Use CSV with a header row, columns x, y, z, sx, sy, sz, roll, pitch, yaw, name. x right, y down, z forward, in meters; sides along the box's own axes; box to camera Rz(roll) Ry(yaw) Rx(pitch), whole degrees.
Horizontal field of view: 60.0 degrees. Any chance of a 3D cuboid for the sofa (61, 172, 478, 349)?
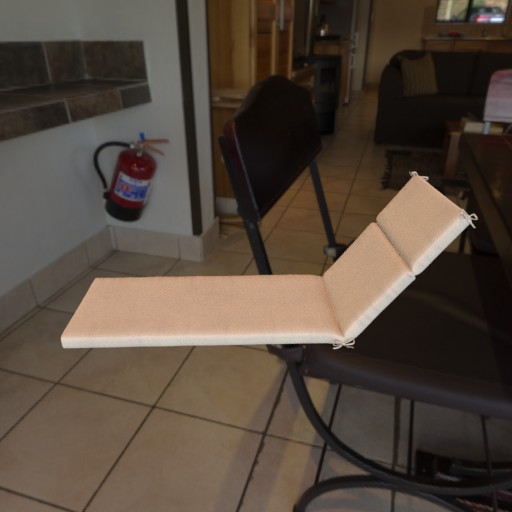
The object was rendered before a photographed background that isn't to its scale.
x,y,z,sx,sy,sz,roll,pitch,yaw,name
0.000,0.000,1.989,1.663,0.622,0.582,-1,27,-2,sofa
